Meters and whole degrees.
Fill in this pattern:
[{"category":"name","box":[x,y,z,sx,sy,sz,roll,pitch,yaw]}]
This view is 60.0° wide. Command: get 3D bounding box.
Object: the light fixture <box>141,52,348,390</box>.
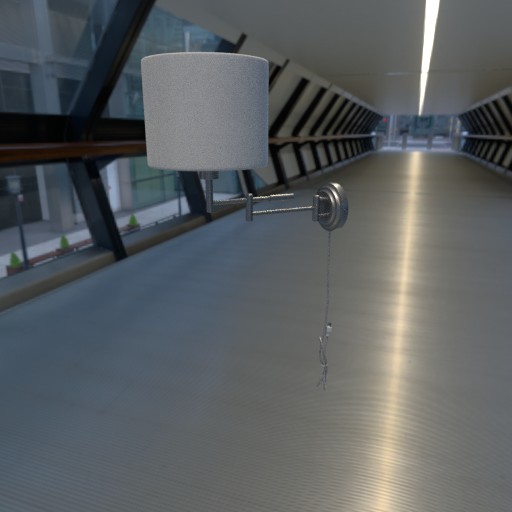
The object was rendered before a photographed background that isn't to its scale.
[{"category":"light fixture","box":[0.000,0.000,1.057,0.479,0.842,0.253,-8,18,-25]}]
